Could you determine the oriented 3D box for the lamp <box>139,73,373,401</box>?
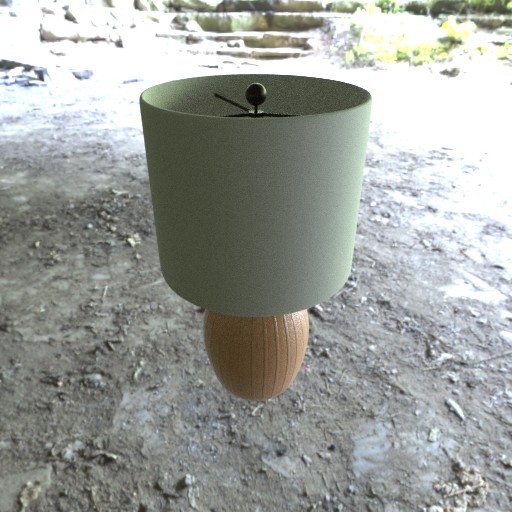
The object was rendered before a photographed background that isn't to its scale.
[{"bbox_3d":[0.000,0.000,0.775,0.329,0.570,0.329,0,31,0],"label":"lamp"}]
